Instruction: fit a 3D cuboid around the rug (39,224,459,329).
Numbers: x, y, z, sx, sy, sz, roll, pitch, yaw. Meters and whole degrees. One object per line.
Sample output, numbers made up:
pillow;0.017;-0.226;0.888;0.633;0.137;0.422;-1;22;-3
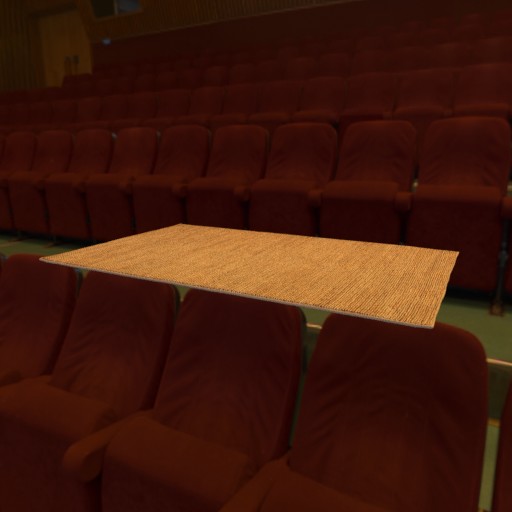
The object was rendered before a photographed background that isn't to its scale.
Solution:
rug;0.000;0.000;3.022;2.438;0.034;1.521;7;16;27
